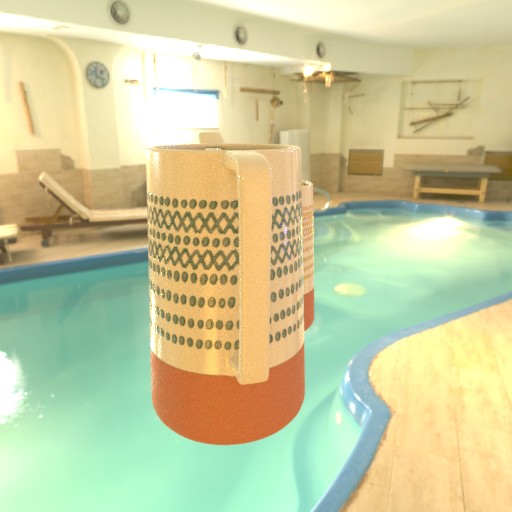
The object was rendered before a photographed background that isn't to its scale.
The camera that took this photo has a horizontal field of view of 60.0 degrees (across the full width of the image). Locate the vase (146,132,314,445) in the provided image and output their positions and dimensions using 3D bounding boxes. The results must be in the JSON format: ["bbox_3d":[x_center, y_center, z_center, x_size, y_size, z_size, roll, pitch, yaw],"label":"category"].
[{"bbox_3d":[0.000,0.000,0.459,0.168,0.247,0.326,8,18,25],"label":"vase"}]
